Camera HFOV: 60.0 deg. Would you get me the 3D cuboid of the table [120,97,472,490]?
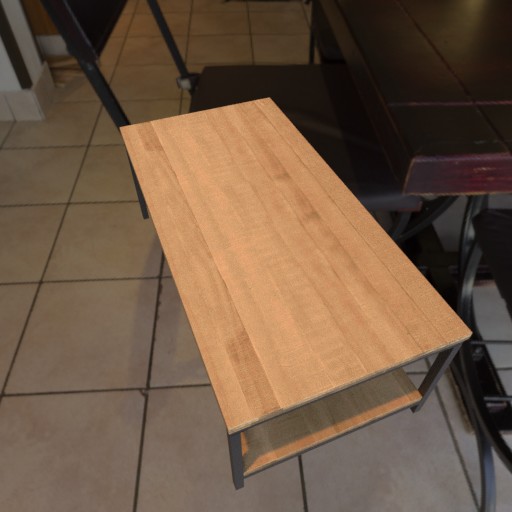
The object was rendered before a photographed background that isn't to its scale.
[{"bbox_3d":[0.000,0.000,1.366,0.551,0.399,1.100,-16,49,-15],"label":"table"}]
